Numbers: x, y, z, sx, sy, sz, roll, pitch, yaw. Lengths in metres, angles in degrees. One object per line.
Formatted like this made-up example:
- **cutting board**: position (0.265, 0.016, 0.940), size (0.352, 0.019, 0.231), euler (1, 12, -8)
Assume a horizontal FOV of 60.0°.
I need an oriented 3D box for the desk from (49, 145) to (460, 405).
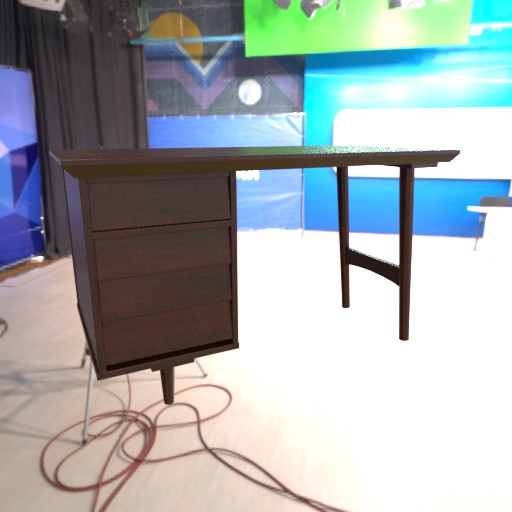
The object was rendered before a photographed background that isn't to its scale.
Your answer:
- **desk**: position (0.000, 0.000, 1.627), size (1.277, 0.758, 0.612), euler (-8, 17, -25)
